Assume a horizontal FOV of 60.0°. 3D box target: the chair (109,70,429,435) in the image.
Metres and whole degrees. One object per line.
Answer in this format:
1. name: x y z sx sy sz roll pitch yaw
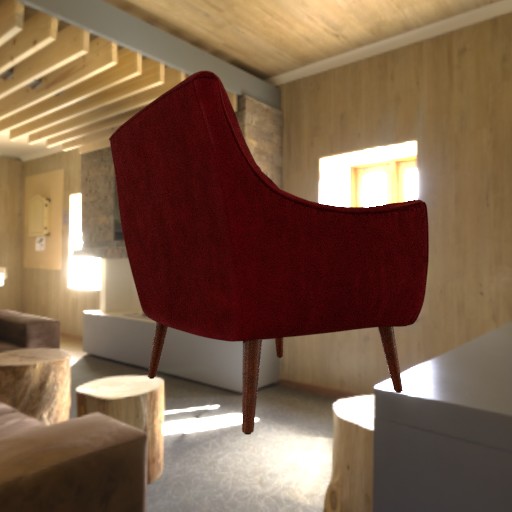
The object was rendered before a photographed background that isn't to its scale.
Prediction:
1. chair: 0.000 0.000 1.419 0.787 0.838 0.762 0 -1 -35
